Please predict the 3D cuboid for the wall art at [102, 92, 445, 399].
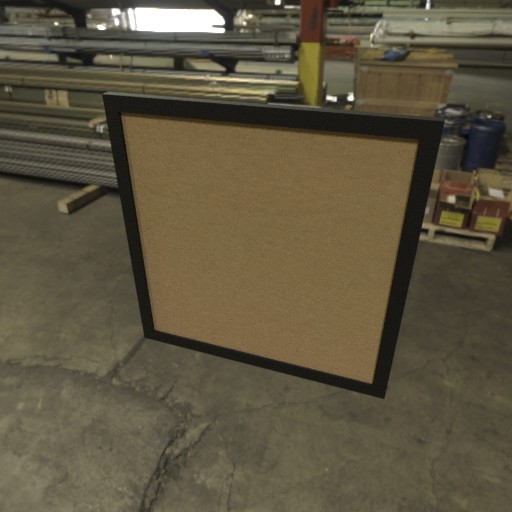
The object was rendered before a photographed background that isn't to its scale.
[{"bbox_3d":[0.000,0.000,0.536,0.356,0.356,0.013,10,33,16],"label":"wall art"}]
